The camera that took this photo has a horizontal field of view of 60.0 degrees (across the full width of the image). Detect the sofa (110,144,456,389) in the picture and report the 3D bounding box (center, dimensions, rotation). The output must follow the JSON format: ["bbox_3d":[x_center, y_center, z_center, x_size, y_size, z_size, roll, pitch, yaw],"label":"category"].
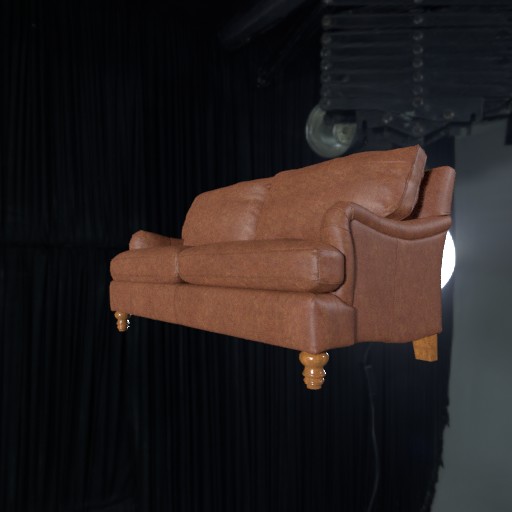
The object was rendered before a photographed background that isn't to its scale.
[{"bbox_3d":[0.000,0.000,2.796,1.147,1.071,2.144,1,-2,-38],"label":"sofa"}]
